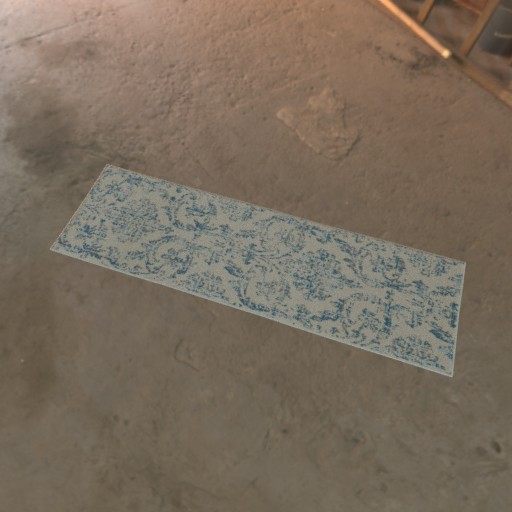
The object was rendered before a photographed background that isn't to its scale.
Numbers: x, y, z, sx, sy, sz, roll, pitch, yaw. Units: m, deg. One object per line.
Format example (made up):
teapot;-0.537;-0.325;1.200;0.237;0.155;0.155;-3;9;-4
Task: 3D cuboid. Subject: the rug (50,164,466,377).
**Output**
rug;0.000;0.000;2.441;2.196;0.011;0.662;16;61;9
